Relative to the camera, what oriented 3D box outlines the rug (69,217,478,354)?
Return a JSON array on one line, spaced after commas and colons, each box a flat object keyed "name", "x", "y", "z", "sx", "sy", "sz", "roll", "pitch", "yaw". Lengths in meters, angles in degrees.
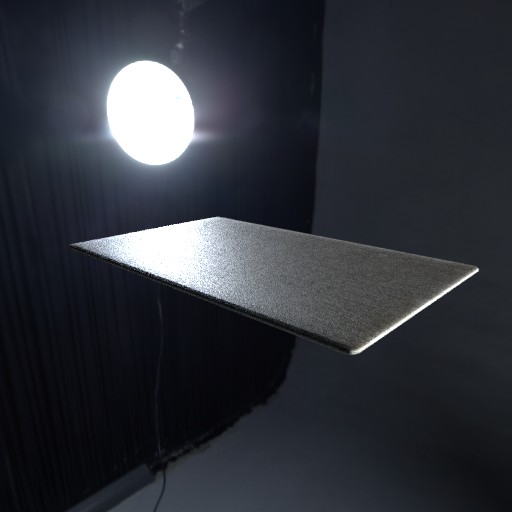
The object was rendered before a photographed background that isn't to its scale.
[{"name": "rug", "x": 0.000, "y": 0.000, "z": 3.079, "sx": 2.469, "sy": 0.024, "sz": 1.539, "roll": 14, "pitch": 21, "yaw": 41}]
